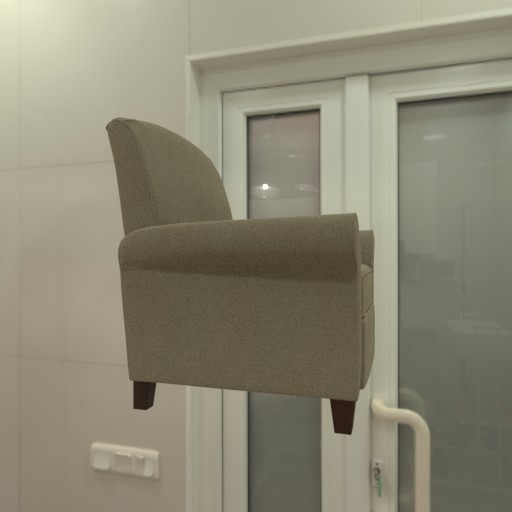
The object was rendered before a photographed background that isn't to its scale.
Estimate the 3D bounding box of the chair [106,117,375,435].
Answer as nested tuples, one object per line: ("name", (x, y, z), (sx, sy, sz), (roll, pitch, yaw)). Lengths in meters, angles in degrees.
("chair", (0.000, 0.000, 1.772), (0.905, 1.061, 0.978), (0, 0, 18))
